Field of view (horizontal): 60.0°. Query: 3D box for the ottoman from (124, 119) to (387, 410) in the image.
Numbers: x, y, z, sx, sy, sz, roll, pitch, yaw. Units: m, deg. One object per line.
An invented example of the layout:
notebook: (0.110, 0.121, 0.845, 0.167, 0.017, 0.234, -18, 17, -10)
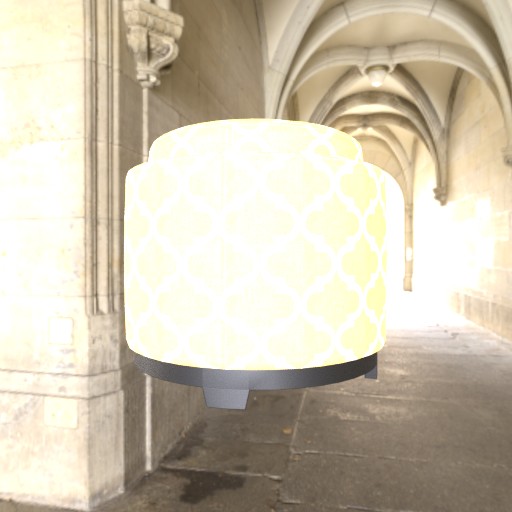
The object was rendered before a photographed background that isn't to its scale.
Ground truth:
ottoman: (0.000, 0.000, 0.843, 0.480, 0.429, 0.480, 0, 0, 0)
